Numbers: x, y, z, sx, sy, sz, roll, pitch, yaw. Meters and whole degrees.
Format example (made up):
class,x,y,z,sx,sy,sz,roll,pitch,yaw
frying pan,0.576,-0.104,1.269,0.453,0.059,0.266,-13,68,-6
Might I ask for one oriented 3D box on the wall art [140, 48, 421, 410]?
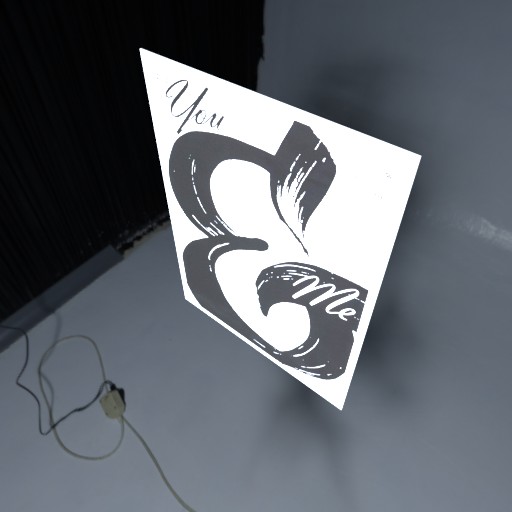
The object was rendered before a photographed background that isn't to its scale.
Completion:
class,x,y,z,sx,sy,sz,roll,pitch,yaw
wall art,0.000,0.000,0.794,0.457,0.609,0.003,31,53,26
